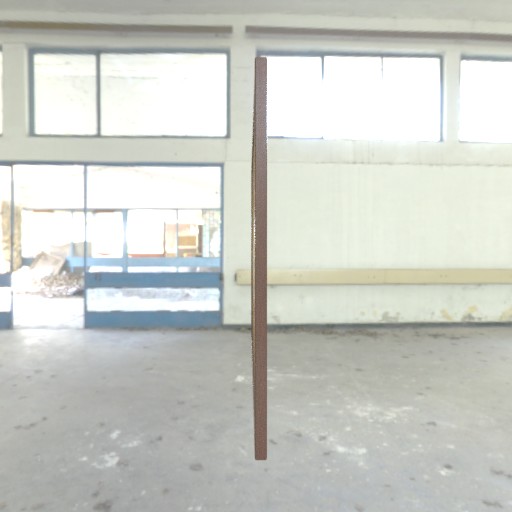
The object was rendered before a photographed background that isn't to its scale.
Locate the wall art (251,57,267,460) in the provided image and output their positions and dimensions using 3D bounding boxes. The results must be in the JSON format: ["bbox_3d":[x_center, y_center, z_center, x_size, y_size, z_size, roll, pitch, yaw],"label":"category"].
[{"bbox_3d":[0.000,0.000,0.830,0.014,0.455,0.660,0,1,-1],"label":"wall art"}]
